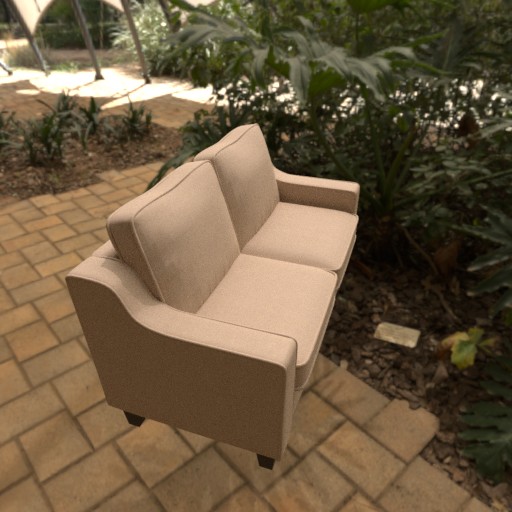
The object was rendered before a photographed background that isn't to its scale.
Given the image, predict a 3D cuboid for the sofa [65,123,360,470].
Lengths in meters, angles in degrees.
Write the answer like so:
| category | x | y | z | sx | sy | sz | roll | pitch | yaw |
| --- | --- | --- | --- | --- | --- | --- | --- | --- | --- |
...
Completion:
| category | x | y | z | sx | sy | sz | roll | pitch | yaw |
| --- | --- | --- | --- | --- | --- | --- | --- | --- | --- |
| sofa | 0.000 | 0.000 | 3.535 | 1.351 | 1.562 | 2.587 | 10 | 33 | 17 |
